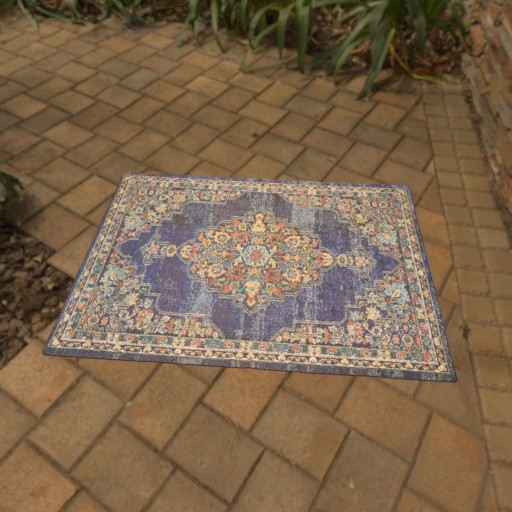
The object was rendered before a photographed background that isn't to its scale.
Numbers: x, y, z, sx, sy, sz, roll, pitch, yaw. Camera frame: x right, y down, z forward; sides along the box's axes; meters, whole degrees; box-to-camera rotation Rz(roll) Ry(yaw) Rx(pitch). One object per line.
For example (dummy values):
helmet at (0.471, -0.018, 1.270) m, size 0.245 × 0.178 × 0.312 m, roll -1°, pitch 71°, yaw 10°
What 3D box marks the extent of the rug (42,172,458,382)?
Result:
rug at (0.000, 0.000, 2.901) m, size 2.232 × 0.009 × 1.630 m, roll 3°, pitch 48°, yaw 3°
